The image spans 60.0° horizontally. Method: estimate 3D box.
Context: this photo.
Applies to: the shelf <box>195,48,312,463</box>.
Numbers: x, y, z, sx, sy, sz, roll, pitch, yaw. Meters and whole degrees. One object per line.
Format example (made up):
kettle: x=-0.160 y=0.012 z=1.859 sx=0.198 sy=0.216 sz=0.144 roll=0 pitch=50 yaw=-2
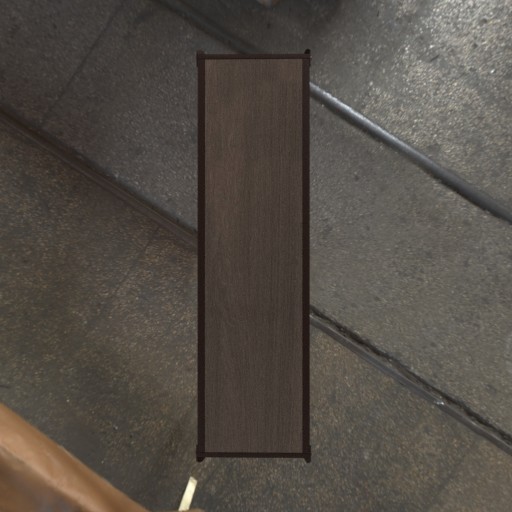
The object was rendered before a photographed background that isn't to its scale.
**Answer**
shelf: x=0.000 y=0.000 z=1.840 sx=0.344 sy=1.063 sz=1.403 roll=0 pitch=90 yaw=1
